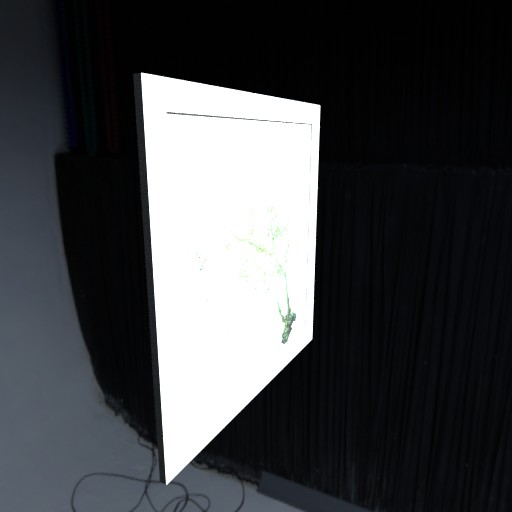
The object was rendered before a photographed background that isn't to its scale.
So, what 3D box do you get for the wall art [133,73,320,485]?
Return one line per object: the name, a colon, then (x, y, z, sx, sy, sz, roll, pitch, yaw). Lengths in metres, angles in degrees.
wall art: (0.000, 0.000, 0.853, 0.013, 0.584, 0.584, 8, 17, 28)
